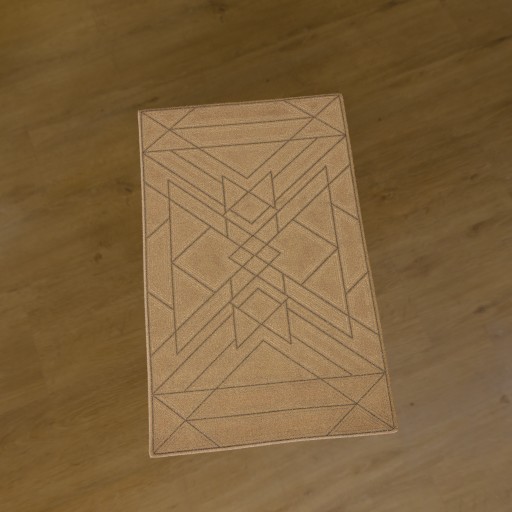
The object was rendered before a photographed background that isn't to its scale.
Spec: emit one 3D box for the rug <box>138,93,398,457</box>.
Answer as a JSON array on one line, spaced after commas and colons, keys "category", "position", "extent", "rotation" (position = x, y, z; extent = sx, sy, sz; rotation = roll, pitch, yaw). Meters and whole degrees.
[{"category": "rug", "position": [0.000, 0.000, 3.086], "extent": [1.575, 0.023, 2.459], "rotation": [-5, 75, -1]}]
